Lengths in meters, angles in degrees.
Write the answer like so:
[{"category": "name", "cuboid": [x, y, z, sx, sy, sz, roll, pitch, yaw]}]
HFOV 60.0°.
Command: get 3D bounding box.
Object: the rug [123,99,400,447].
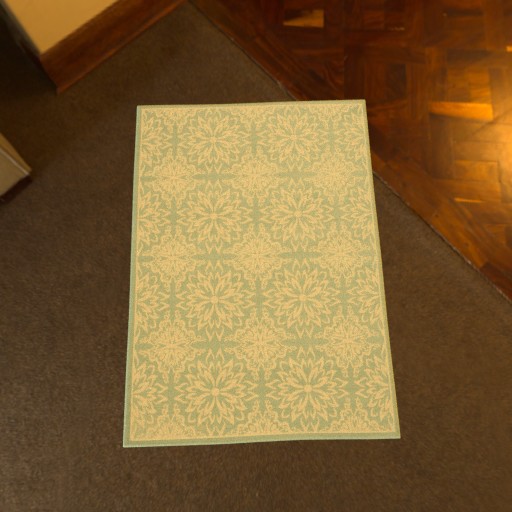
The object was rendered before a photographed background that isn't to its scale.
[{"category": "rug", "cuboid": [0.000, 0.000, 2.809, 1.589, 0.014, 2.205, -2, 75, 0]}]
